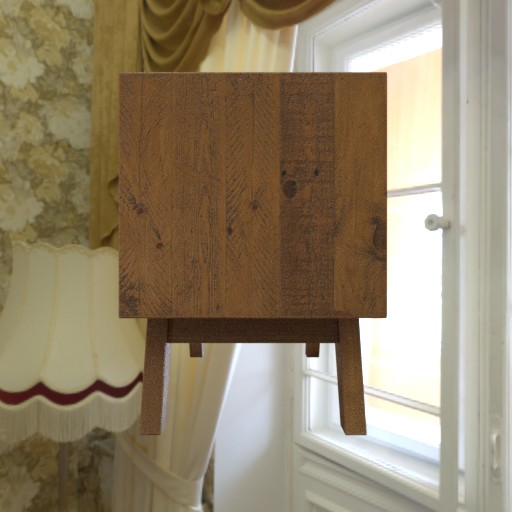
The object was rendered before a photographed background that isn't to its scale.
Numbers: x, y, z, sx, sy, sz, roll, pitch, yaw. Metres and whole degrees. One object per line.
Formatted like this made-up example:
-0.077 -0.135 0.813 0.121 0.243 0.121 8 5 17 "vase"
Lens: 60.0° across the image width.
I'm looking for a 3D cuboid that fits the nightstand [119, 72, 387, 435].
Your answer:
0.000 0.000 1.045 0.450 0.599 0.650 0 0 0 "nightstand"
